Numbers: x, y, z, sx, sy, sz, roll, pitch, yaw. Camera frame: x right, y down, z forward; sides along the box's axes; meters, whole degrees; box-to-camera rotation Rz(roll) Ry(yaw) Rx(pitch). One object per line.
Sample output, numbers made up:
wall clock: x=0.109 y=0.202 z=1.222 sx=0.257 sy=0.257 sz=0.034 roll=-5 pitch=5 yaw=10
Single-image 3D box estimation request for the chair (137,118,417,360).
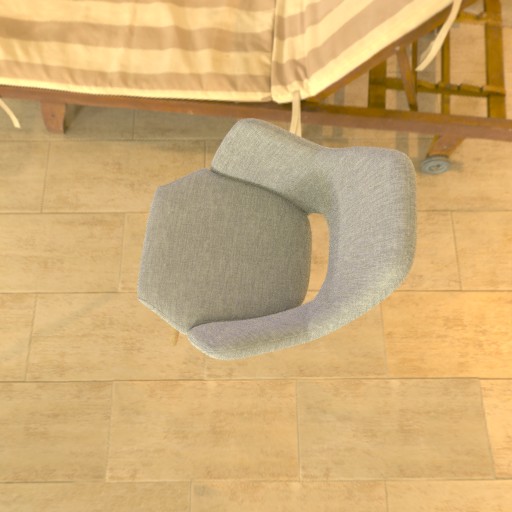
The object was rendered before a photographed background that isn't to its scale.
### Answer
chair: x=0.000 y=0.000 z=1.227 sx=0.610 sy=0.840 sz=0.590 roll=5 pitch=74 yaw=1
